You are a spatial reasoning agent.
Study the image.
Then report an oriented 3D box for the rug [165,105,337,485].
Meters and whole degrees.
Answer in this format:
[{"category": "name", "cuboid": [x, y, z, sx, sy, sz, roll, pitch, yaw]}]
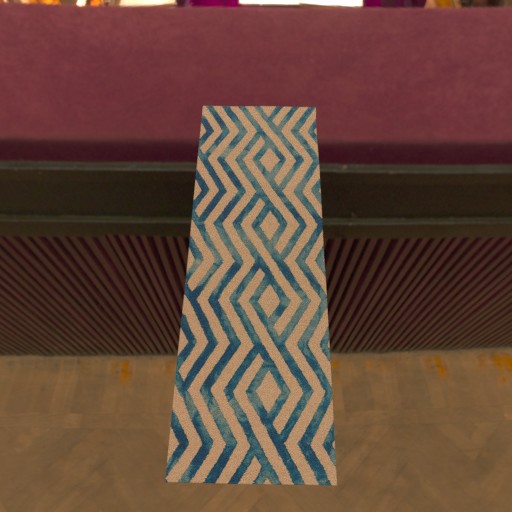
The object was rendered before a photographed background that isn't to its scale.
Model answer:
[{"category": "rug", "cuboid": [0.000, 0.000, 1.629, 0.503, 0.007, 1.492, 1, 63, 1]}]
